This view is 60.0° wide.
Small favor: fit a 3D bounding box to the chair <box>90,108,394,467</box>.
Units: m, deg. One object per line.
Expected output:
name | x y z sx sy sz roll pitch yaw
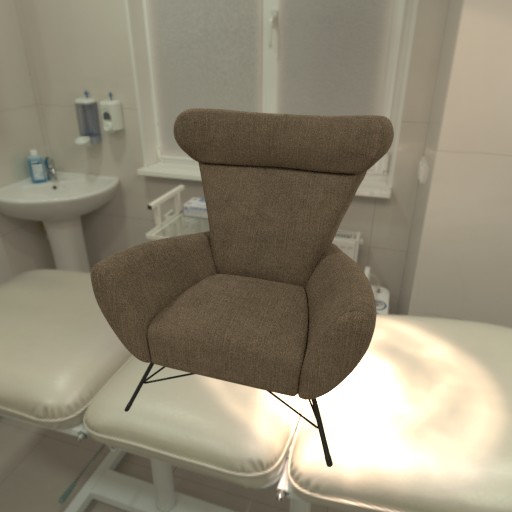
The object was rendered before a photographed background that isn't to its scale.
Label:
chair | 0.000 0.000 1.761 0.980 1.040 0.900 8 28 16
